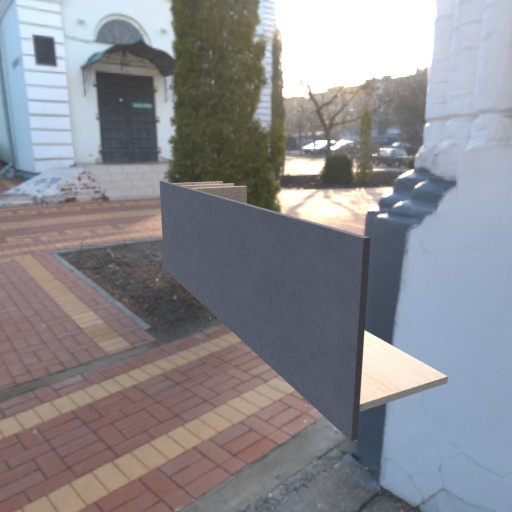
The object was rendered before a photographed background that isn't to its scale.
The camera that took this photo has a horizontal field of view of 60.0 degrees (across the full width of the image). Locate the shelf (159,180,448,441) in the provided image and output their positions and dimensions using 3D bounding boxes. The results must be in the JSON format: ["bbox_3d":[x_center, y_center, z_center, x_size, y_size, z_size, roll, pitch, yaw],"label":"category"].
[{"bbox_3d":[0.000,0.000,1.088,0.200,0.300,1.020,-7,16,-26],"label":"shelf"}]
